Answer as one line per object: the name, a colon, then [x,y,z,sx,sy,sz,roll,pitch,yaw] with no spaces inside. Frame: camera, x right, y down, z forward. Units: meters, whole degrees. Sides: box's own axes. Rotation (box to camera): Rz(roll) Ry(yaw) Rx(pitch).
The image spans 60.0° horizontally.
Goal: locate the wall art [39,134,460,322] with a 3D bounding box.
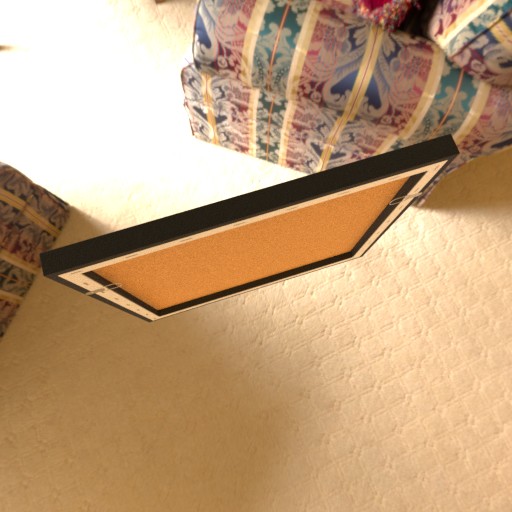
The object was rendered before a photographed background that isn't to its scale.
wall art: [0.000,0.000,1.142,0.758,0.758,0.044,-17,76,-4]
